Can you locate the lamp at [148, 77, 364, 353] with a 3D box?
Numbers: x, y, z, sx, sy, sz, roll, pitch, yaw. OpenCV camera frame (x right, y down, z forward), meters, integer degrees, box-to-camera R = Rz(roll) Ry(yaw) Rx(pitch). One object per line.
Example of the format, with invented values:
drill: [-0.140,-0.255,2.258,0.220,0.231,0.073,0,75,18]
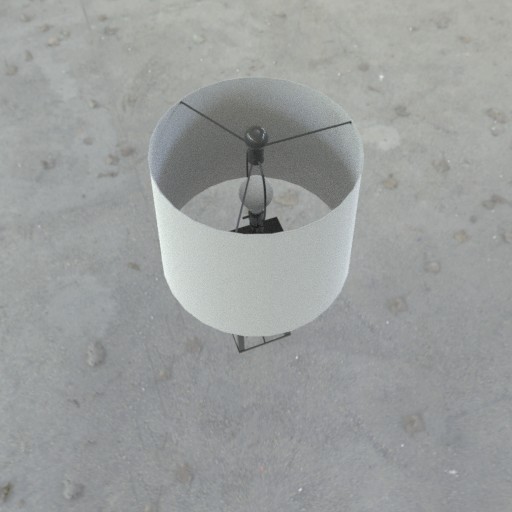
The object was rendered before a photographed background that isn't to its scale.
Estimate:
lamp: [0.000,0.000,0.781,0.320,0.591,0.320,0,59,0]
